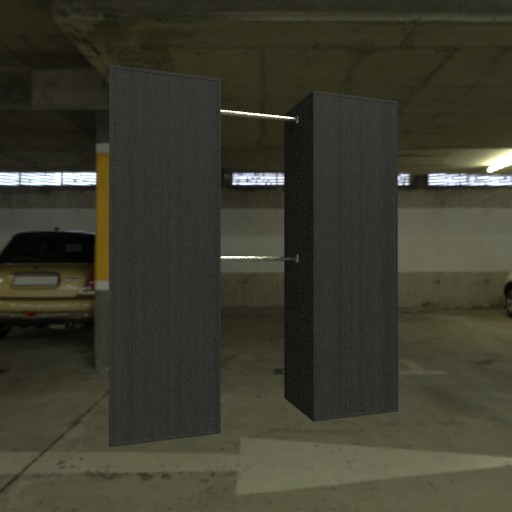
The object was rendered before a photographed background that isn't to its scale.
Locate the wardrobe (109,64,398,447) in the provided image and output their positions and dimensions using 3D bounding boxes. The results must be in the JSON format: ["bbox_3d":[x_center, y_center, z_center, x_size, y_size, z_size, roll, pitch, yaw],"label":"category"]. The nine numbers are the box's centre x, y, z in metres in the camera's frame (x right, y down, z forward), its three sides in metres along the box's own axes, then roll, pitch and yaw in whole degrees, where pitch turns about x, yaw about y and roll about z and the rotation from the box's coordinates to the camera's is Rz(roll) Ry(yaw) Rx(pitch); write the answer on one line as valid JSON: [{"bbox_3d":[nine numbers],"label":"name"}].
[{"bbox_3d":[0.000,0.000,2.816,1.770,2.000,0.480,0,0,-18],"label":"wardrobe"}]
